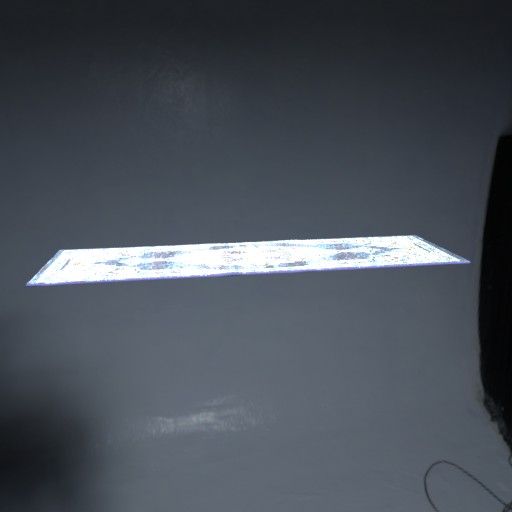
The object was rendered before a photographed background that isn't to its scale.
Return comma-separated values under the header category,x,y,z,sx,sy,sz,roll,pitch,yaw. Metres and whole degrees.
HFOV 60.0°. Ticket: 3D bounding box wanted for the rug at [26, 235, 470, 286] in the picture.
category,x,y,z,sx,sy,sz,roll,pitch,yaw
rug,0.000,0.000,2.530,2.283,0.016,0.602,-3,17,-9
